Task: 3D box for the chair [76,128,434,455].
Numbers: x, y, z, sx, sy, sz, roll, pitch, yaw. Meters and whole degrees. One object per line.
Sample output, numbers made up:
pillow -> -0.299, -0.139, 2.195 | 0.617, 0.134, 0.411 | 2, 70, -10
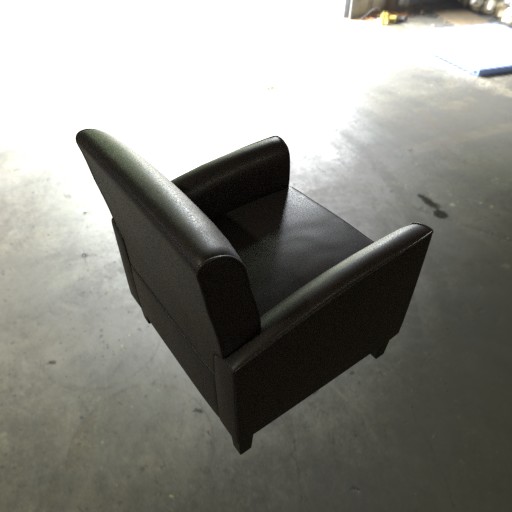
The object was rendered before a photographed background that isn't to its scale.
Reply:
chair -> 0.000, 0.000, 1.570 | 0.819, 0.916, 0.820 | -26, 47, -26
